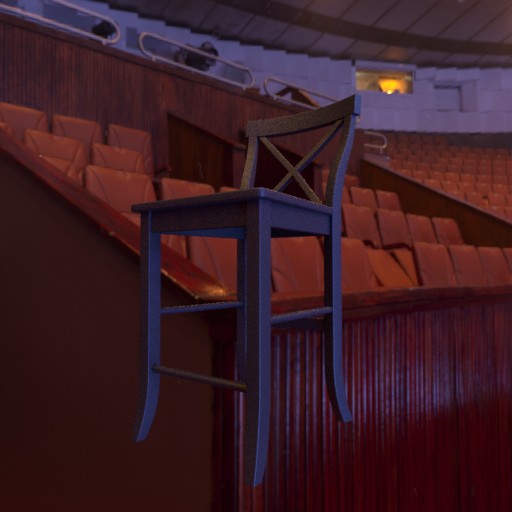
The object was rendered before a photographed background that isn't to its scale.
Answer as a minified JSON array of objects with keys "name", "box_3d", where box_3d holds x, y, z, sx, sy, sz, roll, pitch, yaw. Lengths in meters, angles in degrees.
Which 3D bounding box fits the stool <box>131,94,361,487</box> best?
[{"name":"stool","box_3d":[0.000,0.000,1.290,0.452,0.989,0.559,-1,-2,38]}]
